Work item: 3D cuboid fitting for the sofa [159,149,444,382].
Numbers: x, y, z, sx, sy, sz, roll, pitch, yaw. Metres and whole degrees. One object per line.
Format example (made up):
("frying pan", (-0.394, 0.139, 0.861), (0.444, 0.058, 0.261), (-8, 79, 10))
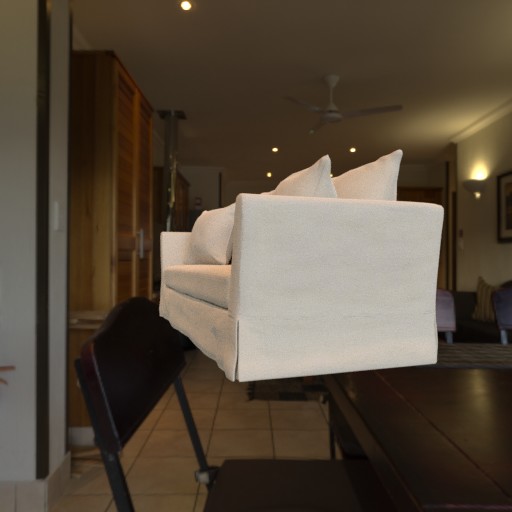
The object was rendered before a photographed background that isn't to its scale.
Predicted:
("sofa", (0.000, 0.000, 3.046), (1.046, 1.047, 2.499), (0, -1, -19))
